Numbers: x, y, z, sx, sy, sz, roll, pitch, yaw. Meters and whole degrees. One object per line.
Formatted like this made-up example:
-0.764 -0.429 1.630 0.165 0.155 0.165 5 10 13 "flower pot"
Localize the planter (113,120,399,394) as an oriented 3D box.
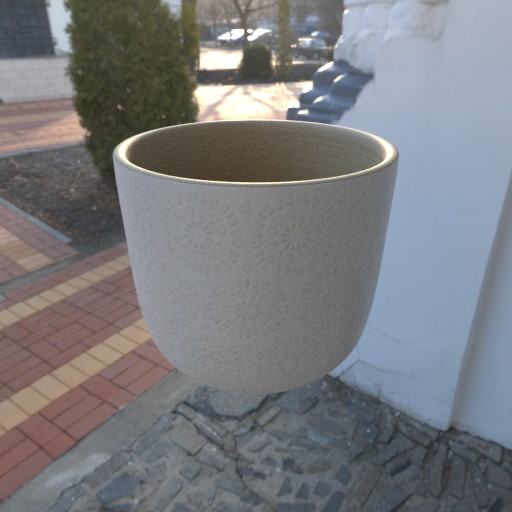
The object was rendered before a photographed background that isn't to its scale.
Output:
0.000 0.000 0.376 0.208 0.190 0.208 0 27 0 "planter"
